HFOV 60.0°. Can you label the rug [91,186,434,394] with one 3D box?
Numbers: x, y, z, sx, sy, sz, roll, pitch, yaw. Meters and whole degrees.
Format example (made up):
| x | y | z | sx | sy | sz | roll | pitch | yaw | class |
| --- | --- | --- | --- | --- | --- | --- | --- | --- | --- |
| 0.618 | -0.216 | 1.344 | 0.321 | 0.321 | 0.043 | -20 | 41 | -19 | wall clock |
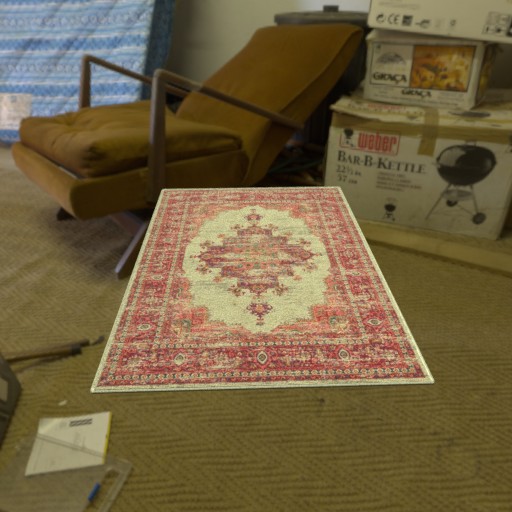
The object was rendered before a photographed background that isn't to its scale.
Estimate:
| x | y | z | sx | sy | sz | roll | pitch | yaw | class |
| --- | --- | --- | --- | --- | --- | --- | --- | --- | --- |
| 0.000 | 0.000 | 2.297 | 1.217 | 0.011 | 1.747 | -1 | 32 | -2 | rug |
